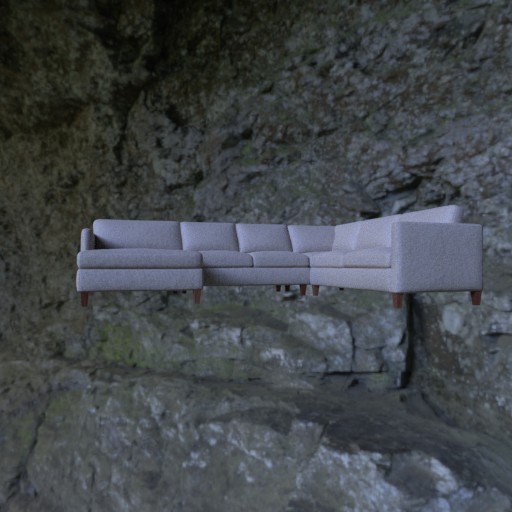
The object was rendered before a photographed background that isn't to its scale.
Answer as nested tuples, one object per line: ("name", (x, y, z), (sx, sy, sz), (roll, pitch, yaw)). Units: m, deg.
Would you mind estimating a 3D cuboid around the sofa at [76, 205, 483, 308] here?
("sofa", (0.000, 0.000, 4.518), (3.403, 0.889, 2.551), (0, -1, -18))
